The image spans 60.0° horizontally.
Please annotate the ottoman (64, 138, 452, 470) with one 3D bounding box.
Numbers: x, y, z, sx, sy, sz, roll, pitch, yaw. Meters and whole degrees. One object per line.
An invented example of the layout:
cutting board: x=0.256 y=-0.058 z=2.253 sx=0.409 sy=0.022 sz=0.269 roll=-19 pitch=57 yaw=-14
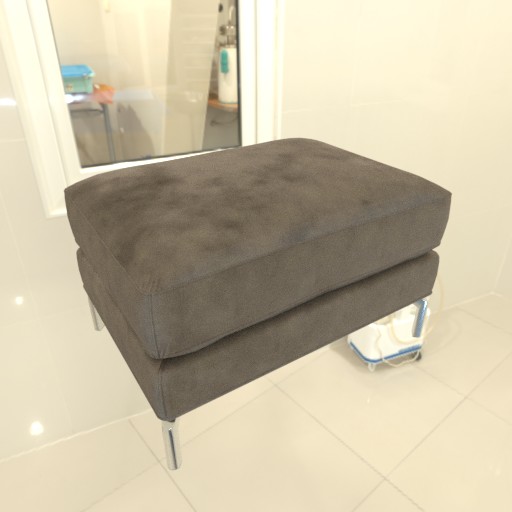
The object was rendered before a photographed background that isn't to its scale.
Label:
ottoman: x=0.000 y=0.000 z=1.056 sx=0.719 sy=0.456 sz=0.520 roll=-18 pitch=34 yaw=-28
